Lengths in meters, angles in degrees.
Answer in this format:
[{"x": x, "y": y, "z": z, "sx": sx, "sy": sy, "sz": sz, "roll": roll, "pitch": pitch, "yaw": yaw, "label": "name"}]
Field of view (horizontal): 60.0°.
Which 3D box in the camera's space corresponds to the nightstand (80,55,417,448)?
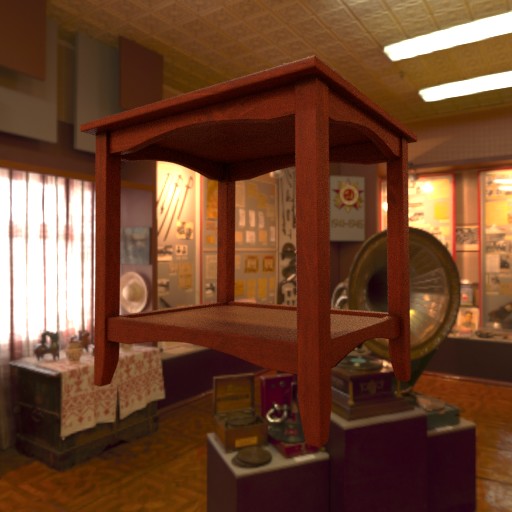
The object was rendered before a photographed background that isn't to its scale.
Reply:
[{"x": 0.000, "y": 0.000, "z": 0.980, "sx": 0.558, "sy": 0.558, "sz": 0.501, "roll": 0, "pitch": 0, "yaw": 36, "label": "nightstand"}]
